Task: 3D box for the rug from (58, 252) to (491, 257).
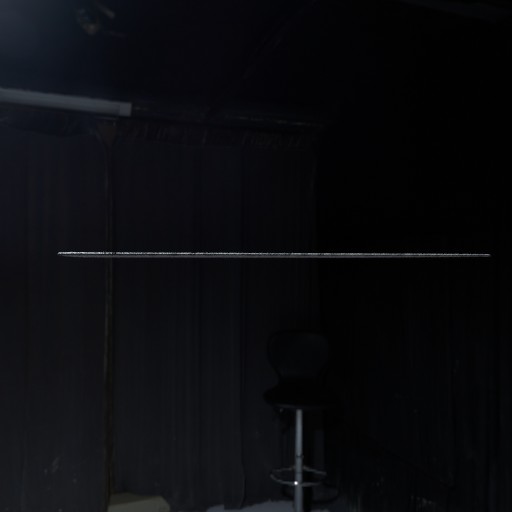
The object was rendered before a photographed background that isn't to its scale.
[{"bbox_3d":[0.000,0.000,2.937,2.261,0.013,1.676,0,0,-19],"label":"rug"}]
